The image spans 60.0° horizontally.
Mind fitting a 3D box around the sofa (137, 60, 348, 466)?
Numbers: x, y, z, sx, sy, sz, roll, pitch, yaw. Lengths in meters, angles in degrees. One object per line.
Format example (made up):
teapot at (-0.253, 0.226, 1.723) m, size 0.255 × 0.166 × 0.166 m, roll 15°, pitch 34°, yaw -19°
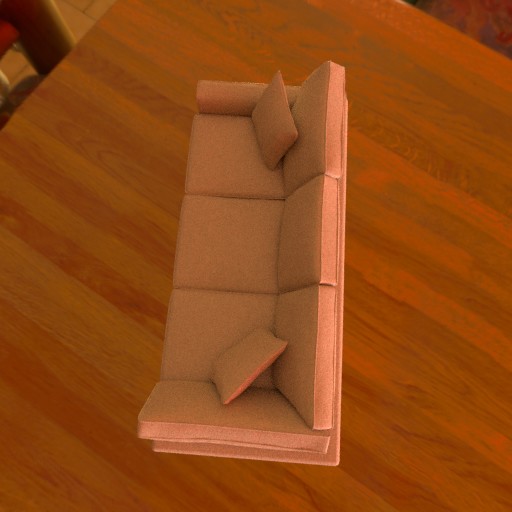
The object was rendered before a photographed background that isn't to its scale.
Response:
sofa at (0.000, 0.000, 2.841) m, size 1.061 × 0.962 × 2.317 m, roll 4°, pitch 76°, yaw 1°
